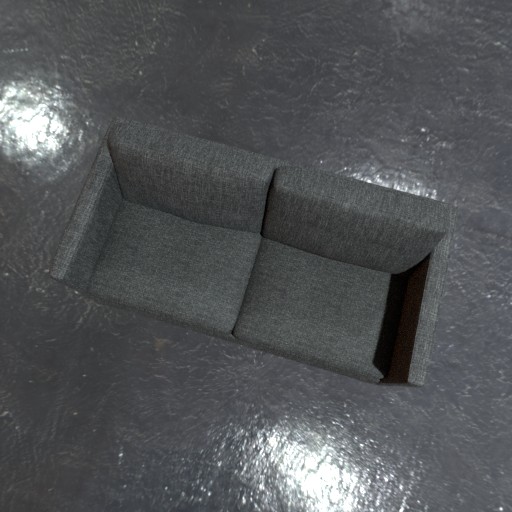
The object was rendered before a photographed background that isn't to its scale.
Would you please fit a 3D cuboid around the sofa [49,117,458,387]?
[{"bbox_3d":[0.000,0.000,2.446,1.884,0.963,0.950,16,75,4],"label":"sofa"}]
